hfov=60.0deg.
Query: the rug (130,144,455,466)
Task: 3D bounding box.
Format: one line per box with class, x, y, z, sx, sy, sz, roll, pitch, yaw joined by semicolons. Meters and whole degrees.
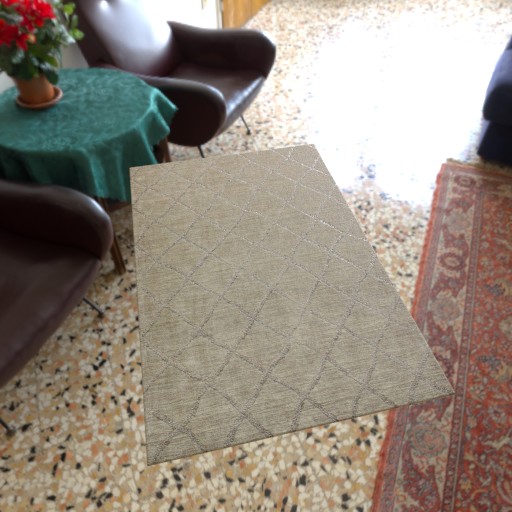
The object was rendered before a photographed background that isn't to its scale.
rug;0.000;0.000;2.853;1.521;0.015;2.280;-10;48;-9
